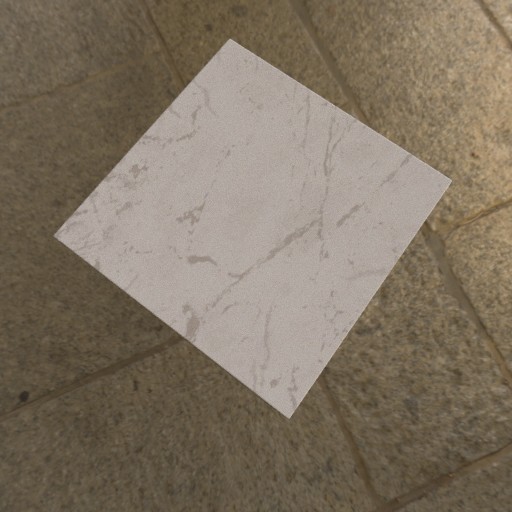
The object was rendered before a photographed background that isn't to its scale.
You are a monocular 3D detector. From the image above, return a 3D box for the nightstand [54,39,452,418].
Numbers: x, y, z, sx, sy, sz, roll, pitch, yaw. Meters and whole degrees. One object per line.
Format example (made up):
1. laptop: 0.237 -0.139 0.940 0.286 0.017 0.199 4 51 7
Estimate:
1. nightstand: 0.000 0.000 0.897 0.455 0.554 0.455 36 78 8
